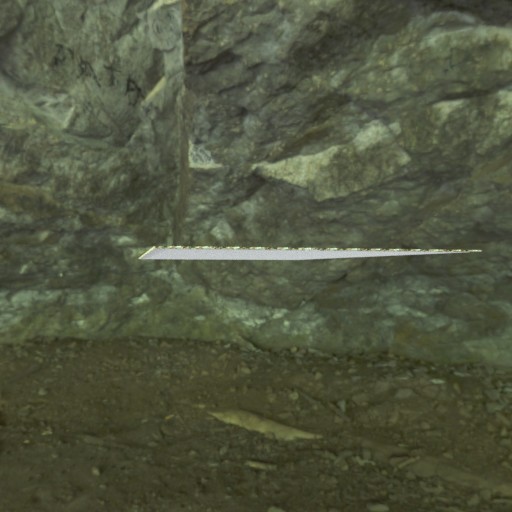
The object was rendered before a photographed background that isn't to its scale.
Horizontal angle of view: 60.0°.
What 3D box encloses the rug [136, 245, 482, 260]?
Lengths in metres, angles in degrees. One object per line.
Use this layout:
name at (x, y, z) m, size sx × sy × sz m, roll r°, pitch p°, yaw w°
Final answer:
rug at (0.000, 0.000, 3.050) m, size 1.544 × 0.010 × 2.435 m, roll 0°, pitch -2°, yaw -16°
